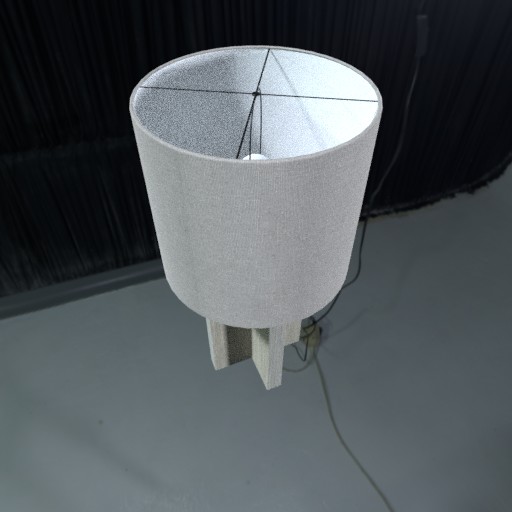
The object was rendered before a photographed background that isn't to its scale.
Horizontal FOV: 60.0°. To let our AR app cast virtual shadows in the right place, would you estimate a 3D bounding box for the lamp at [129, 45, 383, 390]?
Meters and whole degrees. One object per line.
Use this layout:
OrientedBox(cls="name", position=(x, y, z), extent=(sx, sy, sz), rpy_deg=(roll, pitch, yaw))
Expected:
OrientedBox(cls="lamp", position=(0.000, 0.000, 0.558), extent=(0.229, 0.428, 0.229), rpy_deg=(-16, 48, -16))
